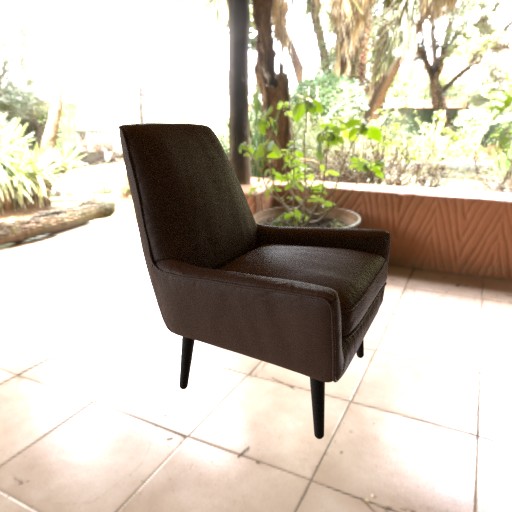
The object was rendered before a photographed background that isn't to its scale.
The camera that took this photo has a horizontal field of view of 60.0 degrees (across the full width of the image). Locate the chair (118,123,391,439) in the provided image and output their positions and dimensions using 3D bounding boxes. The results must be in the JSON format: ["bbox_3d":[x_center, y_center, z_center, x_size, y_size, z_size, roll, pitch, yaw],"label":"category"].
[{"bbox_3d":[0.000,0.000,1.542,0.824,0.888,0.787,8,18,25],"label":"chair"}]
